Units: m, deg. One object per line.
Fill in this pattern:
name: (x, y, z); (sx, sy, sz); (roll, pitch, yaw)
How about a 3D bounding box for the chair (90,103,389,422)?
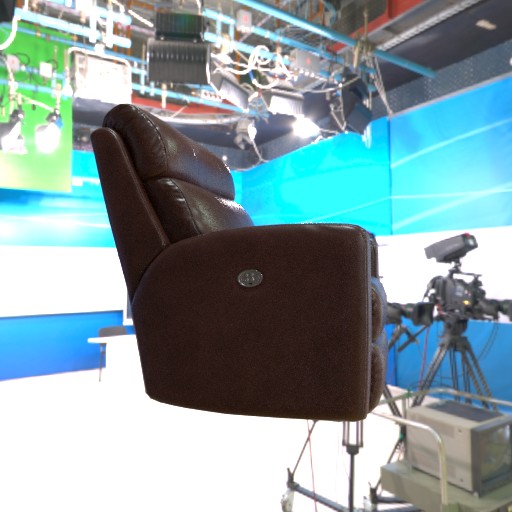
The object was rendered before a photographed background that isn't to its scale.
chair: (0.000, 0.000, 1.650); (0.939, 1.016, 0.787); (0, -2, 17)
